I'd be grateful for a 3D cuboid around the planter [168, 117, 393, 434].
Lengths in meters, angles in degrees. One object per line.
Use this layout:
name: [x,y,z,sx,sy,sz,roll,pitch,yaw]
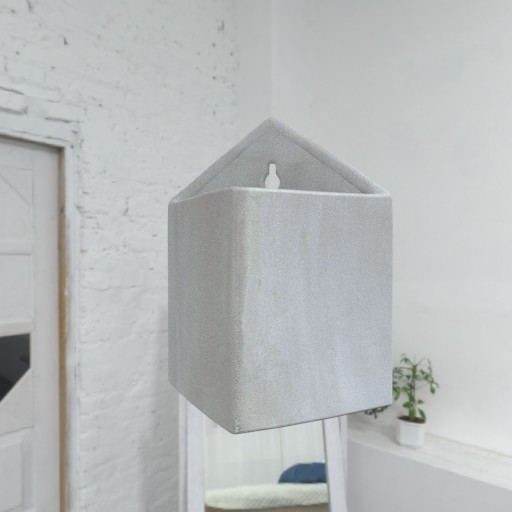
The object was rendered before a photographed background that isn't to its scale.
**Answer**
planter: [0.000,0.000,0.278,0.163,0.194,0.080,0,1,18]
